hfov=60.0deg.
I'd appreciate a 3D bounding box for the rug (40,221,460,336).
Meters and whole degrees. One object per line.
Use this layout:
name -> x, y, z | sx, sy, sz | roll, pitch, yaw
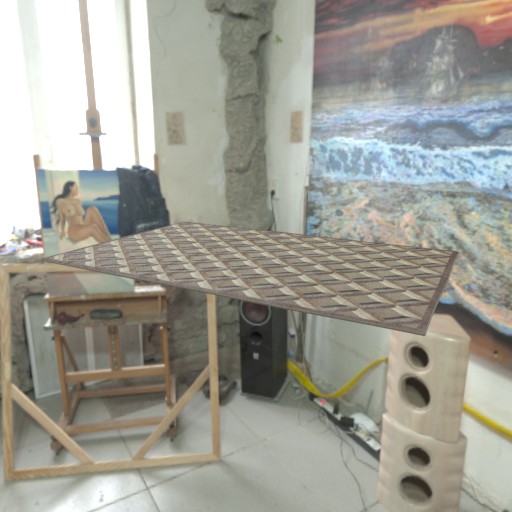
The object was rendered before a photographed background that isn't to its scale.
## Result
rug -> 0.000, 0.000, 2.090 | 1.677, 0.011, 1.066 | 8, 17, 28
